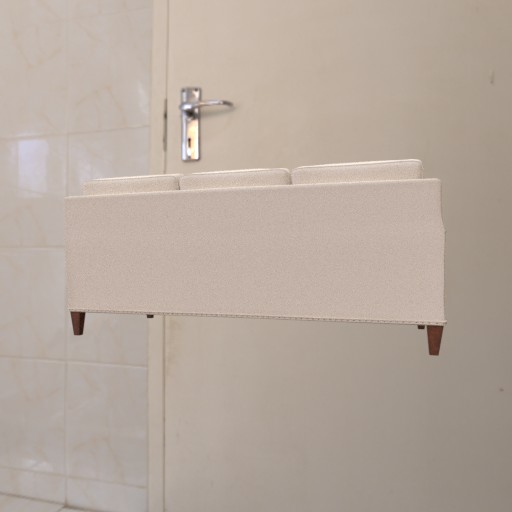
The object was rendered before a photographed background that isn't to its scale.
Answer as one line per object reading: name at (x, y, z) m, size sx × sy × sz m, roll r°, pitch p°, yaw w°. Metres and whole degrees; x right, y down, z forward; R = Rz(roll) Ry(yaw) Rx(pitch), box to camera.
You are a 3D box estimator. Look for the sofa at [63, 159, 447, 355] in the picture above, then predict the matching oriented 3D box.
sofa at (0.000, 0.000, 2.908) m, size 2.246 × 1.003 × 1.084 m, roll 0°, pitch -1°, yaw 17°
